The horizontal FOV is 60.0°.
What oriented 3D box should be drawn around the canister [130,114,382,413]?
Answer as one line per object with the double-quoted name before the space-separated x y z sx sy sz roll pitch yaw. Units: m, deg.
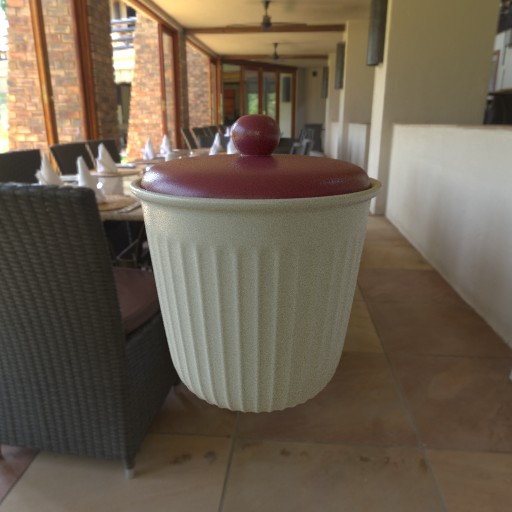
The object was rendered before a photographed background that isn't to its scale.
"canister" 0.000 0.000 0.345 0.181 0.211 0.181 0 17 0
